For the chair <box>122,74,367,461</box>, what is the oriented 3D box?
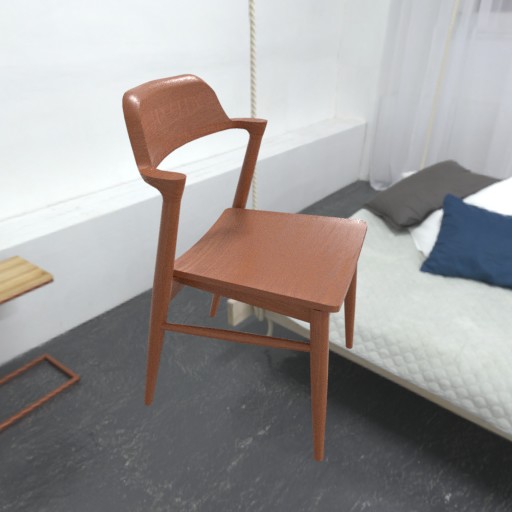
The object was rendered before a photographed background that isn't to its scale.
[{"bbox_3d":[0.000,0.000,1.111,0.499,0.801,0.496,10,32,17],"label":"chair"}]
